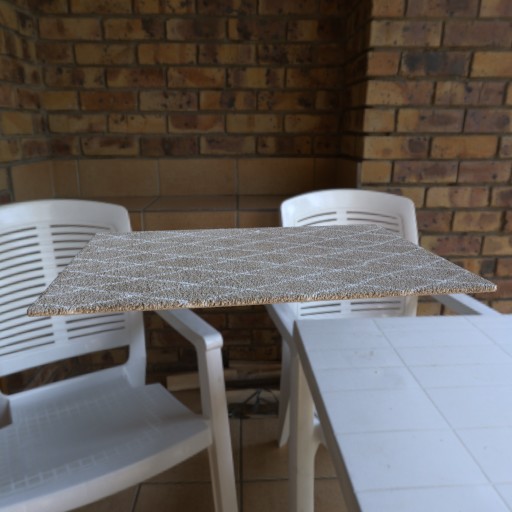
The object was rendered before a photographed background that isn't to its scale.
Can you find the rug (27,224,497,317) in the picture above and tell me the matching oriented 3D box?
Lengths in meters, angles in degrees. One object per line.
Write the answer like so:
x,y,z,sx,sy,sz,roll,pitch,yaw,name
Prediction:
0.000,0.000,2.223,1.778,0.030,1.219,-2,16,-8,rug
